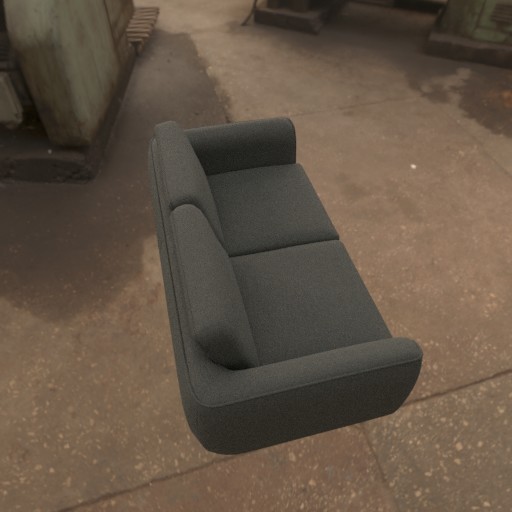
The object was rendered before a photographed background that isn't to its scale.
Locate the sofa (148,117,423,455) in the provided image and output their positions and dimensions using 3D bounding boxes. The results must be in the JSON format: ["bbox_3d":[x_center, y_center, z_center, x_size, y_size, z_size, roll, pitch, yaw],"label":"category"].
[{"bbox_3d":[0.000,0.000,2.196,0.920,0.850,1.700,-11,49,-9],"label":"sofa"}]
